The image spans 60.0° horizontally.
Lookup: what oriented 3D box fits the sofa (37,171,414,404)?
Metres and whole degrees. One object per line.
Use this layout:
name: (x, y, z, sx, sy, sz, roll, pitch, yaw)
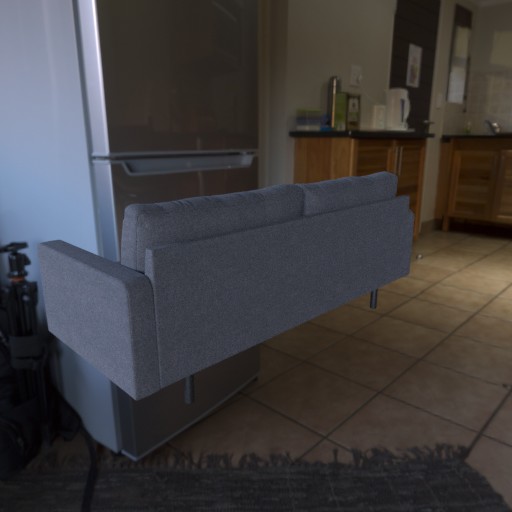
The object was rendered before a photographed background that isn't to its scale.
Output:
sofa: (0.000, 0.000, 2.554, 2.100, 0.880, 0.880, -15, 22, -43)
